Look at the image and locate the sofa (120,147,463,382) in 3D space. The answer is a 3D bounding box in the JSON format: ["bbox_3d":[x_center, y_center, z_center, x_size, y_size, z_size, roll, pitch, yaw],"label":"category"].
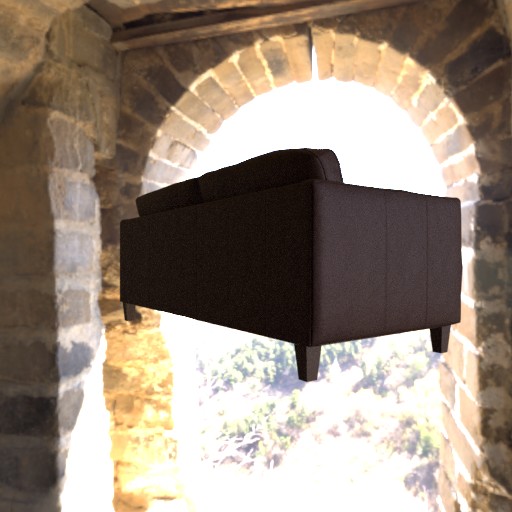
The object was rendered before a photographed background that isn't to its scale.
[{"bbox_3d":[0.000,0.000,2.497,0.923,0.863,1.971,0,0,-35],"label":"sofa"}]
